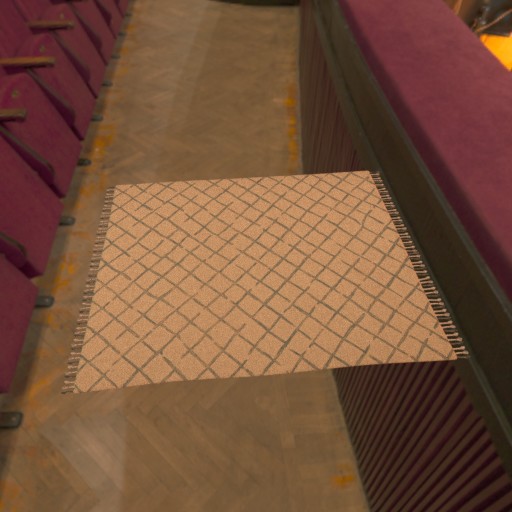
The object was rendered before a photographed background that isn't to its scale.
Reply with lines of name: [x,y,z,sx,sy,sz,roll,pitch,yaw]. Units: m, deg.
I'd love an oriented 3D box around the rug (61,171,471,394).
rug: [0.000,0.000,4.816,3.585,0.036,2.892,-4,46,-4]
